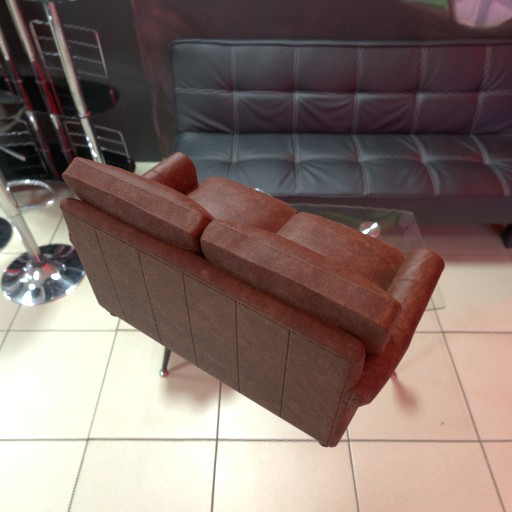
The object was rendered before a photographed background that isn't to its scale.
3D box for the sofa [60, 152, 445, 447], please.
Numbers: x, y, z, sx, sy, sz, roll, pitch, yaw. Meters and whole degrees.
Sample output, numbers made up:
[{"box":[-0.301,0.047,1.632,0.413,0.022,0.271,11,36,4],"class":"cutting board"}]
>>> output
[{"box":[0.000,0.000,2.174,1.616,0.967,0.990,25,51,22],"class":"sofa"}]
